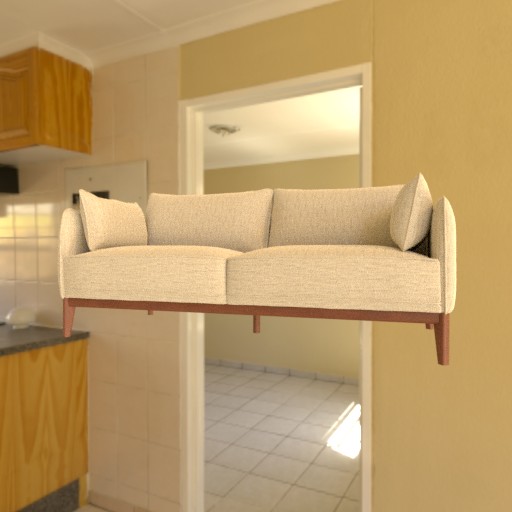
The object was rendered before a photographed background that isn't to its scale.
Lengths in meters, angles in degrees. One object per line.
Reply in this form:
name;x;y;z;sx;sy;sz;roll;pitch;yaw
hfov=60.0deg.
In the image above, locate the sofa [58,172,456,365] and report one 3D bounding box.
sofa;0.000;0.000;2.472;1.989;0.860;0.991;0;1;18
